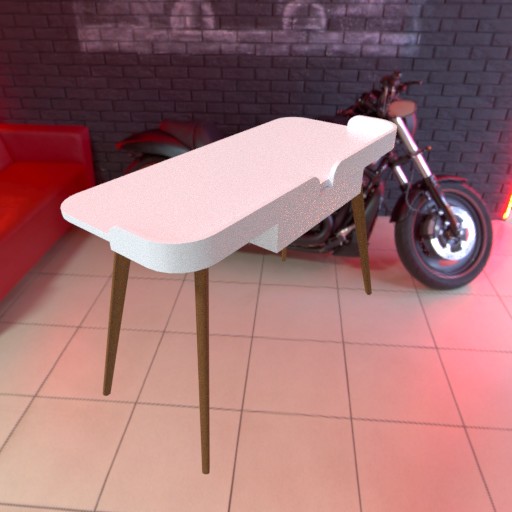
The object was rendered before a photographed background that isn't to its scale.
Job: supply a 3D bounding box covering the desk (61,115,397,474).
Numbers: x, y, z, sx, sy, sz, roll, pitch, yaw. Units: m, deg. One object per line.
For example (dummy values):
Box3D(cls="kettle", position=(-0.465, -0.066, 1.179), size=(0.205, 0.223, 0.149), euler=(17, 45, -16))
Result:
Box3D(cls="desk", position=(0.000, 0.000, 1.649), size=(0.534, 0.807, 1.206), euler=(22, 38, 31))
